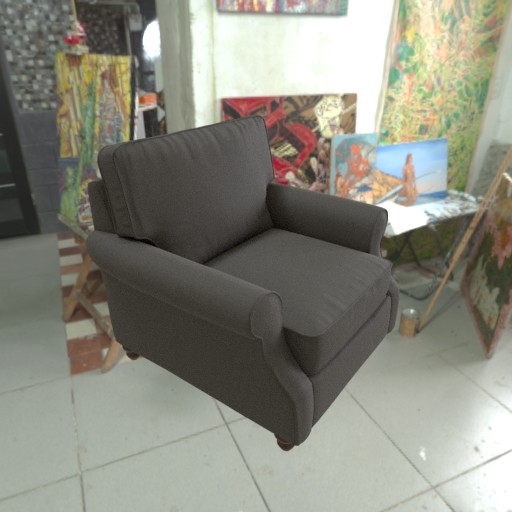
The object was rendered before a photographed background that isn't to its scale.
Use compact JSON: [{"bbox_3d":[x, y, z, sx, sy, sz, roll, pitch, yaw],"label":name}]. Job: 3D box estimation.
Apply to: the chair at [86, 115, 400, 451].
[{"bbox_3d":[0.000,0.000,1.799,0.966,0.967,1.029,18,32,32],"label":"chair"}]
